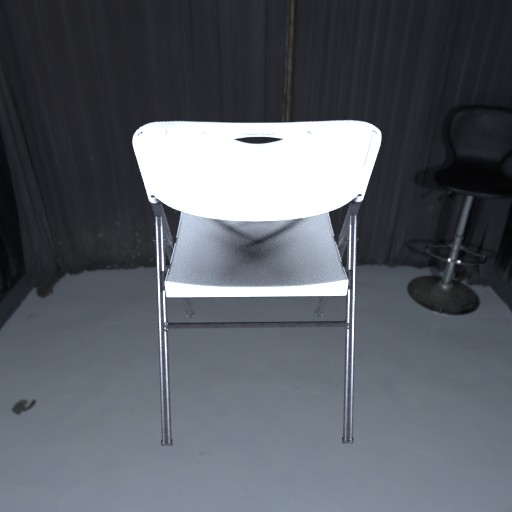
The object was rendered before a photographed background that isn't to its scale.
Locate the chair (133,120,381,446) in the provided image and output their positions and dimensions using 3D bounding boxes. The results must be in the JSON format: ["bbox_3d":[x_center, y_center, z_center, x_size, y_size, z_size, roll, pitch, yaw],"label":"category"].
[{"bbox_3d":[0.000,0.000,1.161,0.494,0.810,0.566,0,30,-1],"label":"chair"}]
